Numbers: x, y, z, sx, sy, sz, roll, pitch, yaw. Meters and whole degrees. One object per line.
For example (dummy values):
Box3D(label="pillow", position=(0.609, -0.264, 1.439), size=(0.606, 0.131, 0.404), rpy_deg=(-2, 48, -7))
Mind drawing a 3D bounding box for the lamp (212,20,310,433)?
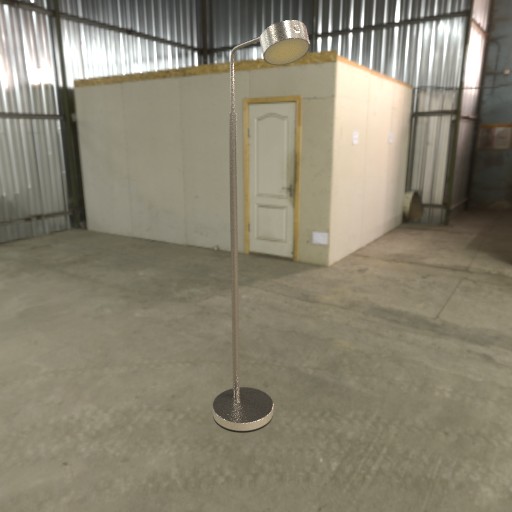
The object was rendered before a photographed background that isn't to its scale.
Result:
Box3D(label="lamp", position=(0.000, 0.000, 1.378), size=(0.222, 1.250, 0.421), rpy_deg=(-8, 18, -27))
